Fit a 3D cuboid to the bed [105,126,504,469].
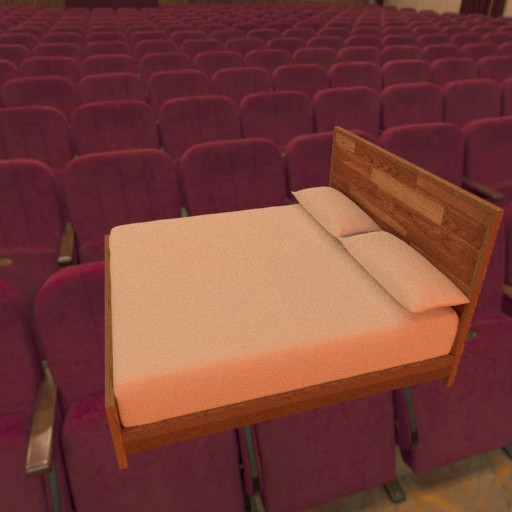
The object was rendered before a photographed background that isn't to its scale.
[{"bbox_3d":[0.000,0.000,3.263,2.184,1.295,2.013,-8,30,-14],"label":"bed"}]
